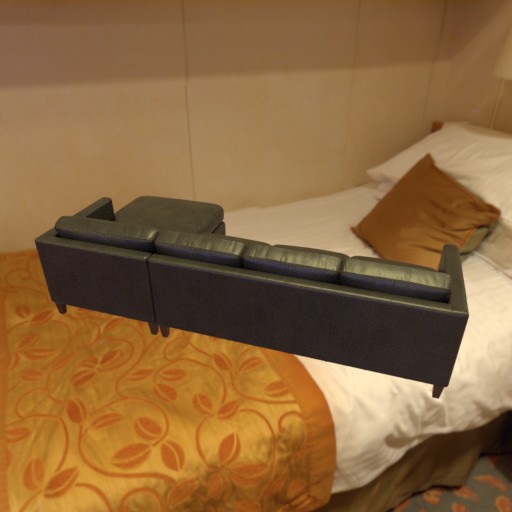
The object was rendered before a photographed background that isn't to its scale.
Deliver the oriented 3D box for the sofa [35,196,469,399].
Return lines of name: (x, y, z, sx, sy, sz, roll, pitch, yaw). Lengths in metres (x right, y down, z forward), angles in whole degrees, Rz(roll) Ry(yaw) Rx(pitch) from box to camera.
sofa: (0.000, 0.000, 3.877, 3.203, 0.883, 1.581, 9, 31, 15)
